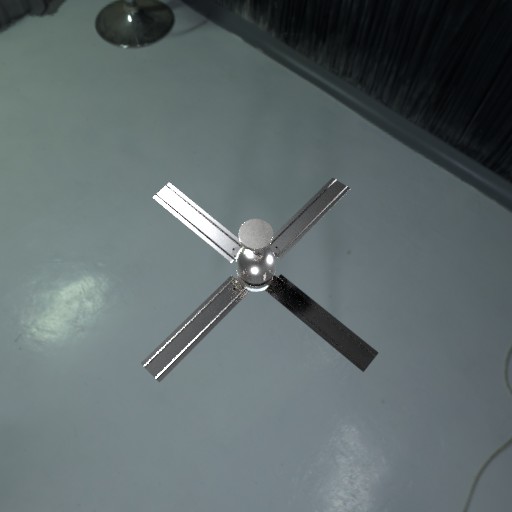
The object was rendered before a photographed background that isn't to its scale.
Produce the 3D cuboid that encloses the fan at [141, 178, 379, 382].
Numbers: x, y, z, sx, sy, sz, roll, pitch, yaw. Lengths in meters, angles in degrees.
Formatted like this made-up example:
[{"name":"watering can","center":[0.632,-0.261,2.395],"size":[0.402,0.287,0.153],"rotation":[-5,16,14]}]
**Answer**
[{"name":"fan","center":[0.000,0.000,2.007],"size":[1.346,0.406,1.346],"rotation":[38,69,17]}]
